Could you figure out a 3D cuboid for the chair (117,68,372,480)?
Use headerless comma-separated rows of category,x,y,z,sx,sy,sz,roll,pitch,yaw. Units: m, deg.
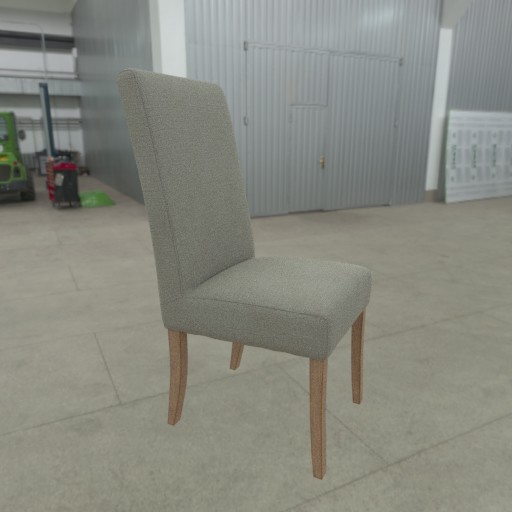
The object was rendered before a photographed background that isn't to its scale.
chair,0.000,0.000,1.329,0.611,1.033,0.450,8,17,26
